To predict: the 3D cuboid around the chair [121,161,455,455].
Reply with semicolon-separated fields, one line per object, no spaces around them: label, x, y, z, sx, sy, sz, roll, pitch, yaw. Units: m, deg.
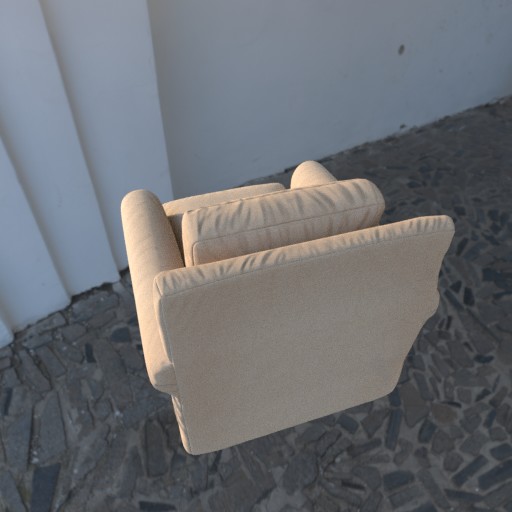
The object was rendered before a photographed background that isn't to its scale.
chair;0.000;0.000;1.714;0.940;0.866;1.066;-12;43;-14
